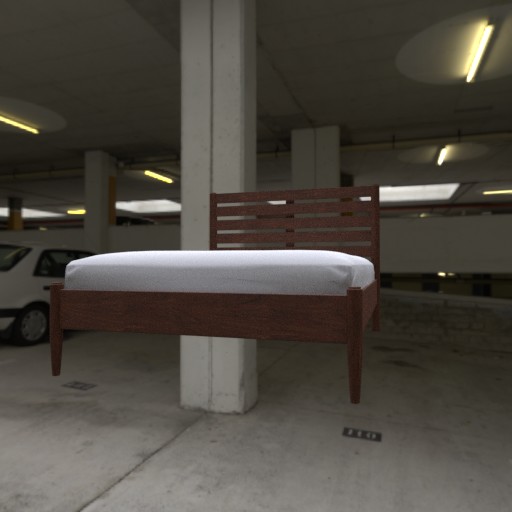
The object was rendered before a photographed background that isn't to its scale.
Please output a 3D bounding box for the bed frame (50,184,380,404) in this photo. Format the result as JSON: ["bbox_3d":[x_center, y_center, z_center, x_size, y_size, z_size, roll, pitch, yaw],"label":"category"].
[{"bbox_3d":[0.000,0.000,3.201,1.655,1.321,2.234,0,-1,17],"label":"bed frame"}]
